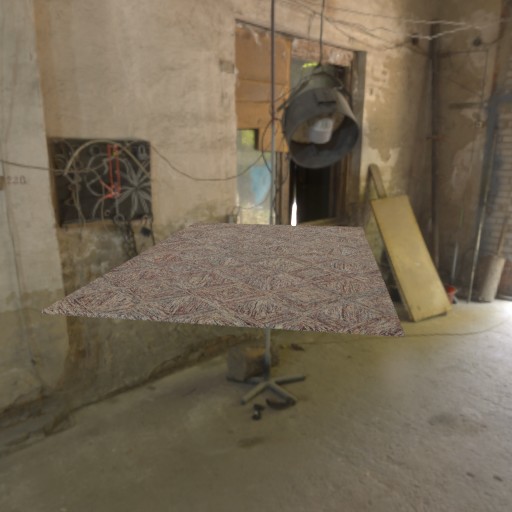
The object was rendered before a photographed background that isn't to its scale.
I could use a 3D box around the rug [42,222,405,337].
[{"bbox_3d":[0.000,0.000,2.905,1.523,0.019,2.285,2,14,9],"label":"rug"}]
